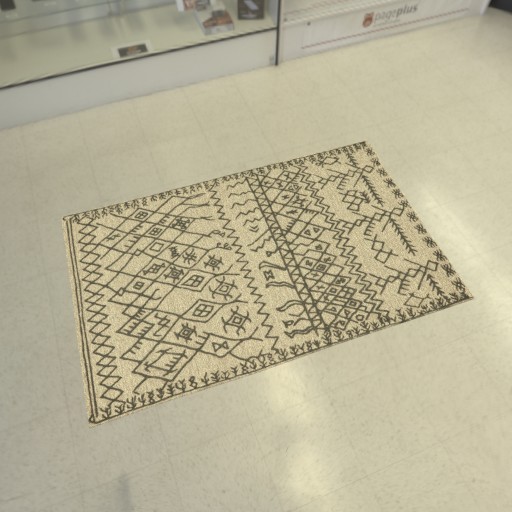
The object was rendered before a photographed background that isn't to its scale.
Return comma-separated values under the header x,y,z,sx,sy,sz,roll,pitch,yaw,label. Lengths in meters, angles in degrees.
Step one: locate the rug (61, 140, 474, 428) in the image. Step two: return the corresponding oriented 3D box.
x,y,z,sx,sy,sz,roll,pitch,yaw,label
0.000,0.000,3.017,2.444,0.012,1.530,-16,59,-10,rug
